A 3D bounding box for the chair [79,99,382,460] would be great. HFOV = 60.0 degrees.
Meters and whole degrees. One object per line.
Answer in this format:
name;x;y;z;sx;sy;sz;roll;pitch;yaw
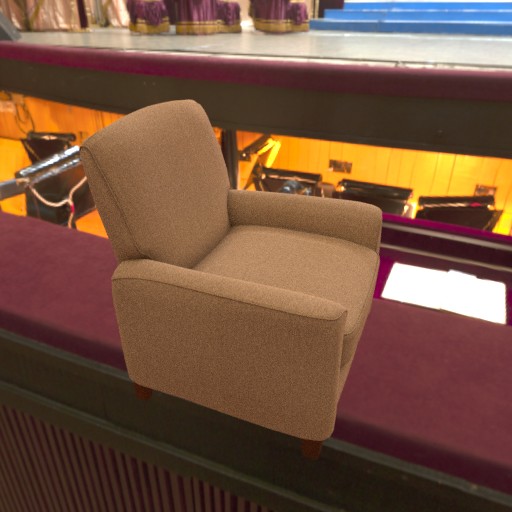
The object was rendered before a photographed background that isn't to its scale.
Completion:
chair;0.000;0.000;1.644;0.864;1.014;0.848;11;31;19
